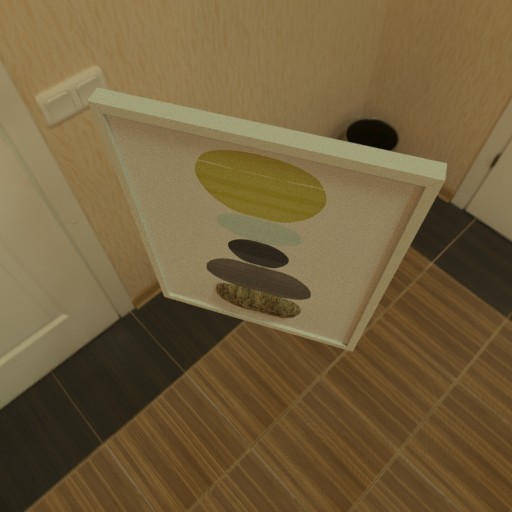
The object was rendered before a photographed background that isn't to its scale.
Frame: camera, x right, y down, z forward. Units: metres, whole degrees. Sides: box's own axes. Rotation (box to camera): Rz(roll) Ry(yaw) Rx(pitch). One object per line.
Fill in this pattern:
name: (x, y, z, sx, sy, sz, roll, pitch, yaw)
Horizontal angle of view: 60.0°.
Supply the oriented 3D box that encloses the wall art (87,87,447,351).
wall art: (0.000, 0.000, 1.054, 0.611, 0.763, 0.055, 15, 59, 9)
